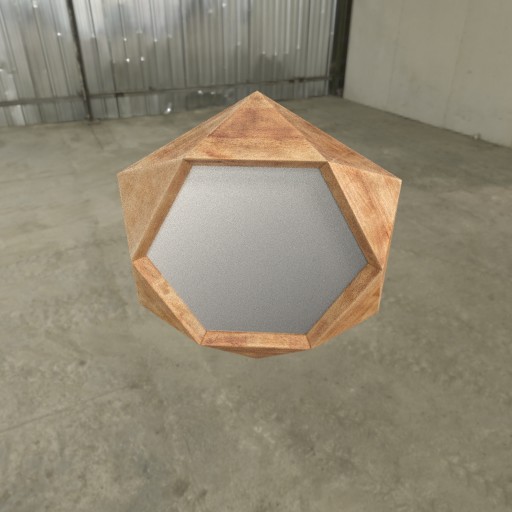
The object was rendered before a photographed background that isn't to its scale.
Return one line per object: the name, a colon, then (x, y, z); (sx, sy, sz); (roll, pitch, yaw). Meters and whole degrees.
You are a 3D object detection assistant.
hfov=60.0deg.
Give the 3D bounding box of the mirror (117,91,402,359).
mirror: (0.000, 0.000, 1.116); (0.675, 0.779, 0.091); (2, 31, 3)
